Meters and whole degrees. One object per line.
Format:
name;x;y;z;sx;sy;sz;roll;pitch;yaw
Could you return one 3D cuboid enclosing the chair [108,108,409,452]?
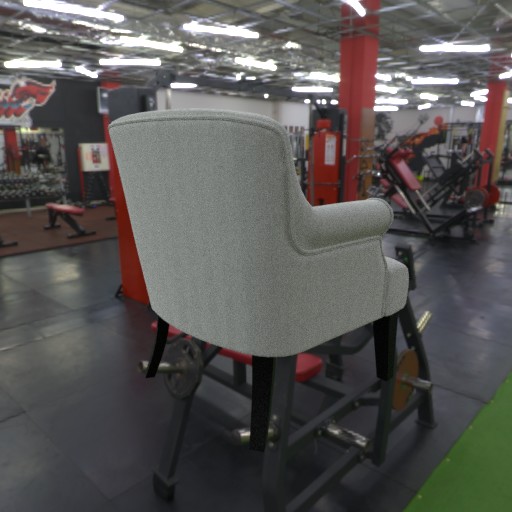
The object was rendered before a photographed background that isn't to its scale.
chair;0.000;0.000;1.453;0.750;0.875;0.781;-13;19;-43
